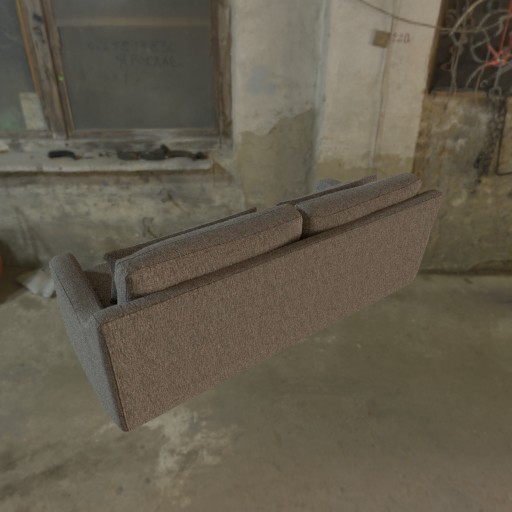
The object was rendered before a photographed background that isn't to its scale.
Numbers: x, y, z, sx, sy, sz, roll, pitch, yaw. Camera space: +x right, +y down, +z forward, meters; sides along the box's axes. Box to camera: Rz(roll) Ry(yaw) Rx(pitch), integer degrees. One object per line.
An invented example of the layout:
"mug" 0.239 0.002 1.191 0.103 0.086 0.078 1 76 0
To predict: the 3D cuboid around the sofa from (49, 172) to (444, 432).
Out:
"sofa" 0.000 0.000 2.953 2.418 0.998 1.103 -20 36 -31
